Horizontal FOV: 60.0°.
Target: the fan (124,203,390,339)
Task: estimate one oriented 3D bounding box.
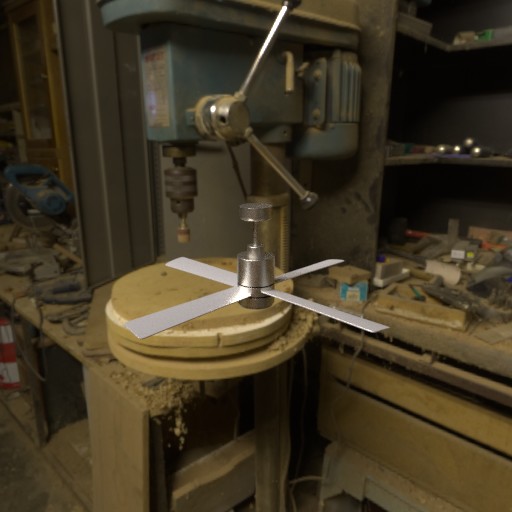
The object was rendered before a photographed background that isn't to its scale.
[{"bbox_3d":[0.000,0.000,2.363,1.525,0.539,1.525,15,22,43],"label":"fan"}]
